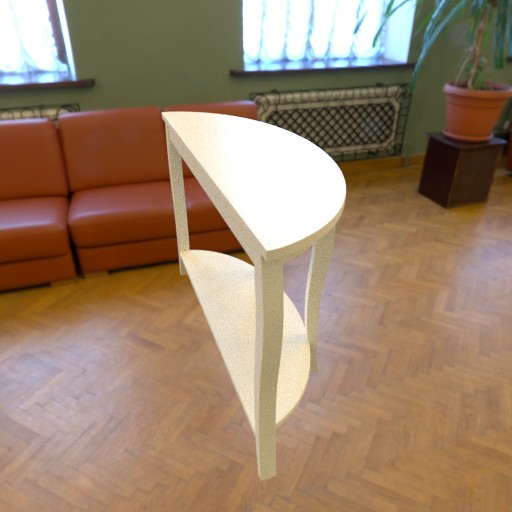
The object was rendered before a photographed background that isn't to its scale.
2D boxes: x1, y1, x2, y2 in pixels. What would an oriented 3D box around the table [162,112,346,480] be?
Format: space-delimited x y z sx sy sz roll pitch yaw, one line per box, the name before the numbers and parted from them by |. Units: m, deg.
table | 0.000 0.000 1.594 0.394 0.780 1.219 -10 32 -17
